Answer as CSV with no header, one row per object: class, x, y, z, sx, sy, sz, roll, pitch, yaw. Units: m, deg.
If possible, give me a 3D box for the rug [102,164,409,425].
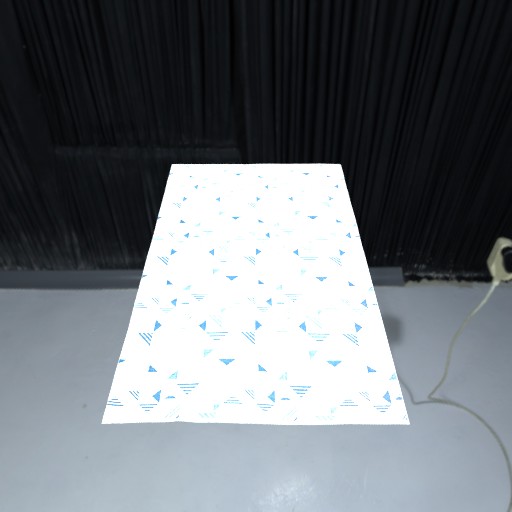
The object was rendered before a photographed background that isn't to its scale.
rug,0.000,0.000,3.080,1.512,0.009,2.457,0,42,0
